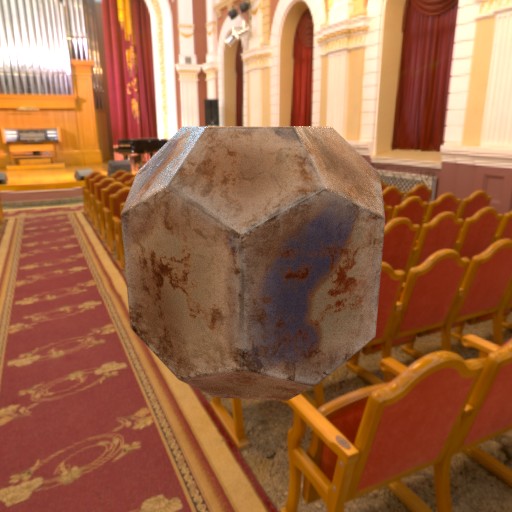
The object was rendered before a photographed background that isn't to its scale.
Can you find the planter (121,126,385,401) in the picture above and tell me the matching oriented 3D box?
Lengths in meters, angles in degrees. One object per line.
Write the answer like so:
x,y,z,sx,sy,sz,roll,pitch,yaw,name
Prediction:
0.000,0.000,0.424,0.243,0.238,0.221,-8,18,-24,planter
